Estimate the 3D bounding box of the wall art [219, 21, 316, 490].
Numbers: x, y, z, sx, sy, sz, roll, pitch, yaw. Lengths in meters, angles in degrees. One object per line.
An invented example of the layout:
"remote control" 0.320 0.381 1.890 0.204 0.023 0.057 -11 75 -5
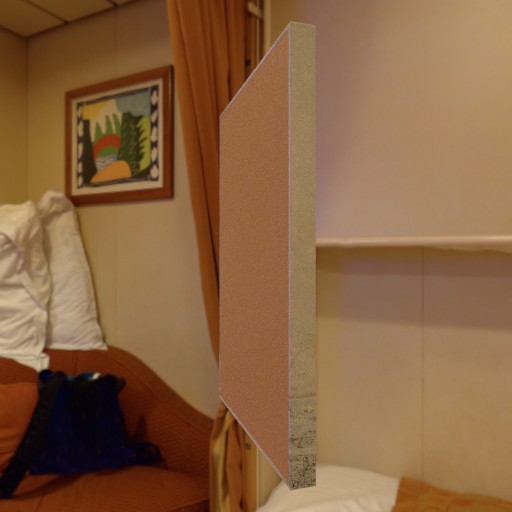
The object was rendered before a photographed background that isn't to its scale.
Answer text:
"wall art" 0.000 0.000 0.771 0.036 0.607 0.403 0 0 -18
